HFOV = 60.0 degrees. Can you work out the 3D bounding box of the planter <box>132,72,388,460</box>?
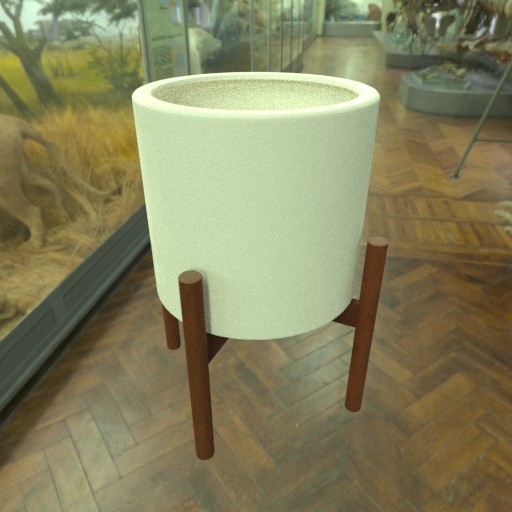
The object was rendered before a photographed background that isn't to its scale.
[{"bbox_3d":[0.000,0.000,0.498,0.224,0.358,0.224,-10,31,-17],"label":"planter"}]
